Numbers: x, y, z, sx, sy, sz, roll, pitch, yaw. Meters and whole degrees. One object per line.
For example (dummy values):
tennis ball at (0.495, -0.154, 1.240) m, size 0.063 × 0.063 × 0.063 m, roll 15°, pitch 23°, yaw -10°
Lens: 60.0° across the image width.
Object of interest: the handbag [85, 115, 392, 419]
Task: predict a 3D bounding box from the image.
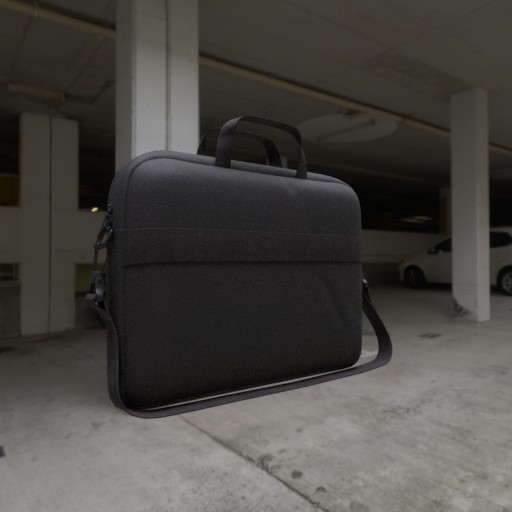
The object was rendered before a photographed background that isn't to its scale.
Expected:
handbag at (0.000, 0.000, 0.431) m, size 0.320 × 0.244 × 0.089 m, roll 0°, pitch -1°, yaw -36°
